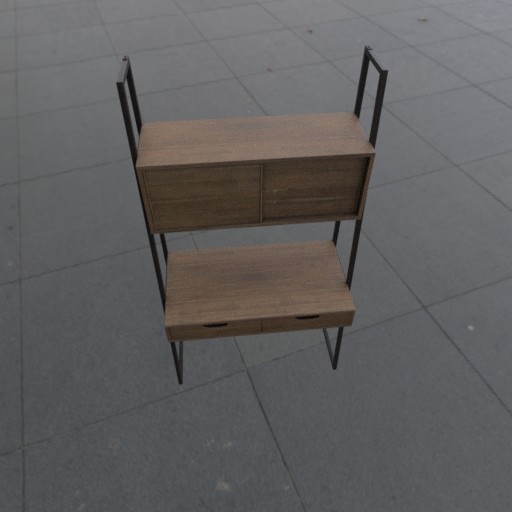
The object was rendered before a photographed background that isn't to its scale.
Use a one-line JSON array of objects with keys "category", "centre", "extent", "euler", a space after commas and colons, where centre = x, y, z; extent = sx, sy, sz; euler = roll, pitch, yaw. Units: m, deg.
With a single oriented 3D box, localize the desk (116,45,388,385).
[{"category": "desk", "centre": [0.000, 0.000, 2.215], "extent": [0.982, 1.809, 0.515], "euler": [-4, 46, -4]}]
